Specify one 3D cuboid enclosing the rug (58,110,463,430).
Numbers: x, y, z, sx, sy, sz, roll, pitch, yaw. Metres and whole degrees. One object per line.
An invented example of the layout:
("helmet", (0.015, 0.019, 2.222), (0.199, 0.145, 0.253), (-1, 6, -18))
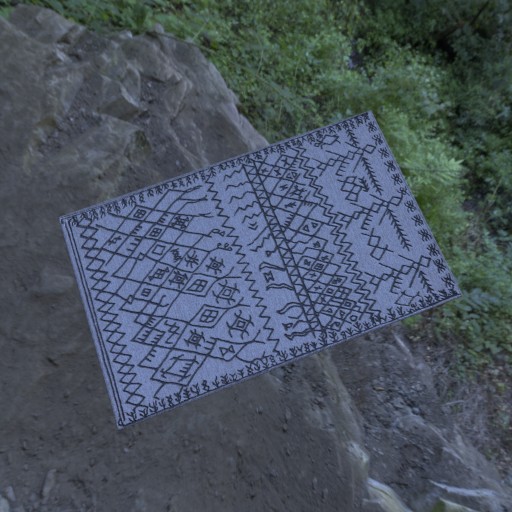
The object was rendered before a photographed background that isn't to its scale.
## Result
("rug", (0.000, 0.000, 3.097), (2.444, 0.012, 1.526), (-20, 77, -5))
